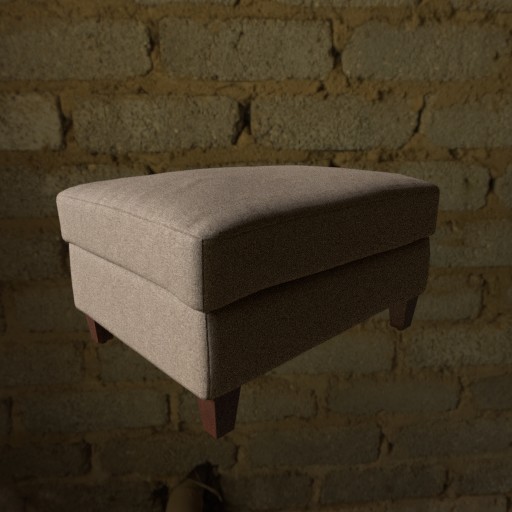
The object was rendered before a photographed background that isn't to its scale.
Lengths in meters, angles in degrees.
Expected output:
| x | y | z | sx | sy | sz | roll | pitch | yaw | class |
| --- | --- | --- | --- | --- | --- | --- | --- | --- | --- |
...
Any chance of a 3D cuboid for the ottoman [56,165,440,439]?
| x | y | z | sx | sy | sz | roll | pitch | yaw | class |
| --- | --- | --- | --- | --- | --- | --- | --- | --- | --- |
| 0.000 | 0.000 | 1.298 | 0.889 | 0.511 | 0.692 | -15 | 22 | -41 | ottoman |
